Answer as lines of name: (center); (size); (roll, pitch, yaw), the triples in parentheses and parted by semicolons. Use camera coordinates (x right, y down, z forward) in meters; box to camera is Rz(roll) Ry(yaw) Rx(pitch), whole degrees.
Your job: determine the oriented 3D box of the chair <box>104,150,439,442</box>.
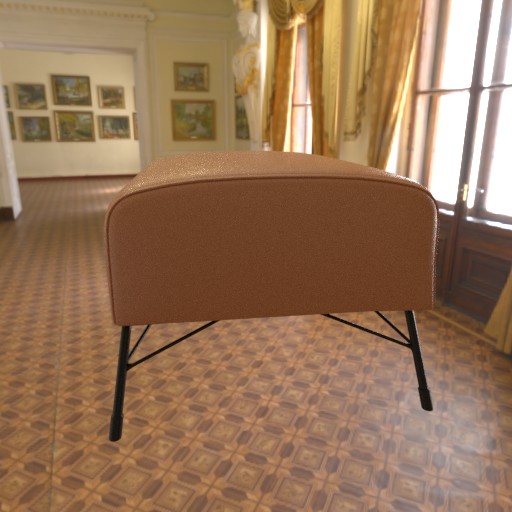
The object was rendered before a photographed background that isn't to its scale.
chair: (0.000, 0.000, 0.900); (0.530, 0.410, 0.530); (-2, 16, -8)
